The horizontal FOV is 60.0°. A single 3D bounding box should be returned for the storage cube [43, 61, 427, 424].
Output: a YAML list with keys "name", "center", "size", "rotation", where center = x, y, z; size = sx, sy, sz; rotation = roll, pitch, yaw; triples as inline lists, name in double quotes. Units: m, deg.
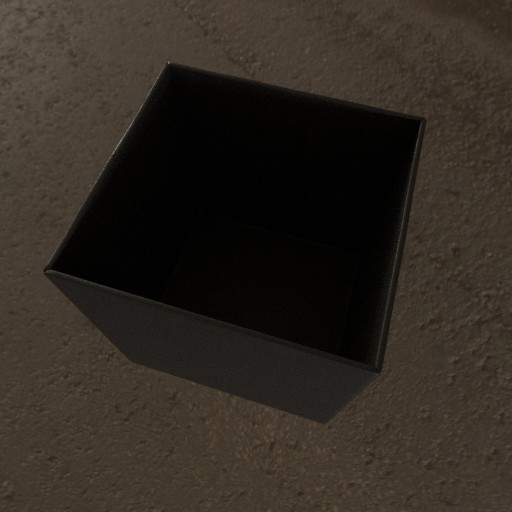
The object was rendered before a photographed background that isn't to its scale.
- name: "storage cube"
  center: [0.000, 0.000, 0.506]
  size: [0.270, 0.280, 0.270]
  rotation: [15, 63, 8]
